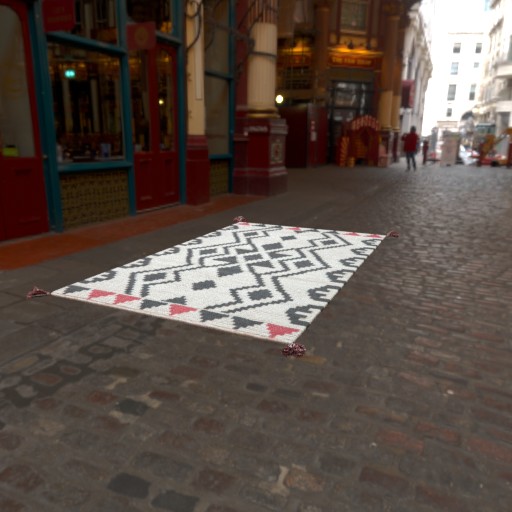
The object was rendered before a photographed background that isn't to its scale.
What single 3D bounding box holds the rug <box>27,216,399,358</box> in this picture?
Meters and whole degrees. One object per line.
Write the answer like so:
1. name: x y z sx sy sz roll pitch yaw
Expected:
1. rug: 0.000 0.000 3.347 1.741 0.066 2.672 7 17 25
